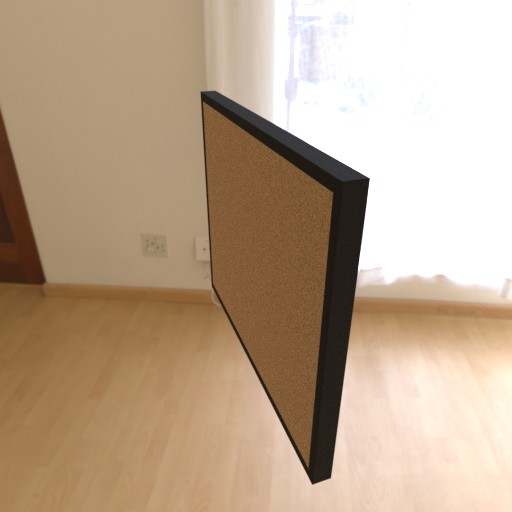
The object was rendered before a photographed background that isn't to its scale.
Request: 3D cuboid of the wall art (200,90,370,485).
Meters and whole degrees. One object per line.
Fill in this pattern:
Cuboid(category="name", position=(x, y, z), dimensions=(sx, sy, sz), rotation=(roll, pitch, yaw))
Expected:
Cuboid(category="wall art", position=(0.000, 0.000, 0.756), dimensions=(0.030, 0.454, 0.554), rotation=(-10, 31, -17))
